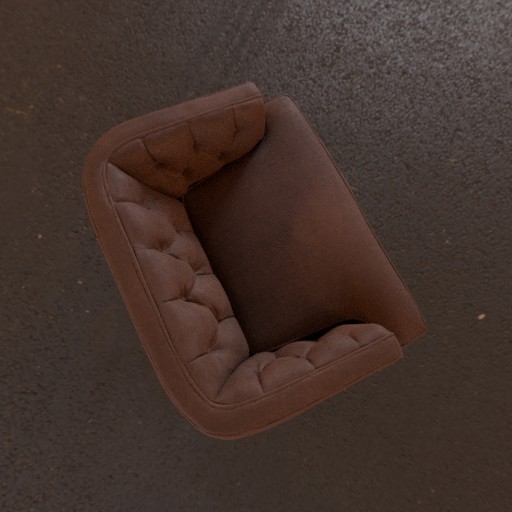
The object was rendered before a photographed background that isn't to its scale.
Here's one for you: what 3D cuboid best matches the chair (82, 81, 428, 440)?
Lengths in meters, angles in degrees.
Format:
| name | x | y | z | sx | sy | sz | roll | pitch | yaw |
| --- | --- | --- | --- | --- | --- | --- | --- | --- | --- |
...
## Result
| name | x | y | z | sx | sy | sz | roll | pitch | yaw |
| --- | --- | --- | --- | --- | --- | --- | --- | --- | --- |
| chair | 0.000 | 0.000 | 1.709 | 0.914 | 0.787 | 1.118 | -26 | 77 | -6 |
